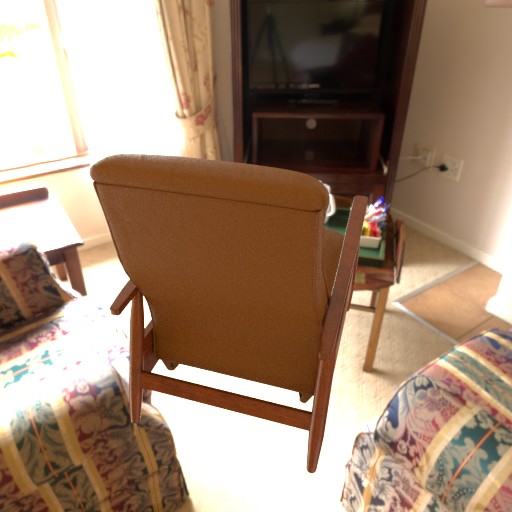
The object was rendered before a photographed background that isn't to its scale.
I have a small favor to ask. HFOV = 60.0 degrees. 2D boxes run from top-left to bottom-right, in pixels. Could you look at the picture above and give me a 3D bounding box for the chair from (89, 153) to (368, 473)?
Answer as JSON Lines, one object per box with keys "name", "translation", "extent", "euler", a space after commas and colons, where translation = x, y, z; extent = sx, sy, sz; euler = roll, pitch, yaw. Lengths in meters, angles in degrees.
{"name": "chair", "translation": [0.000, 0.000, 1.751], "extent": [0.762, 1.082, 1.014], "euler": [9, 33, 14]}
